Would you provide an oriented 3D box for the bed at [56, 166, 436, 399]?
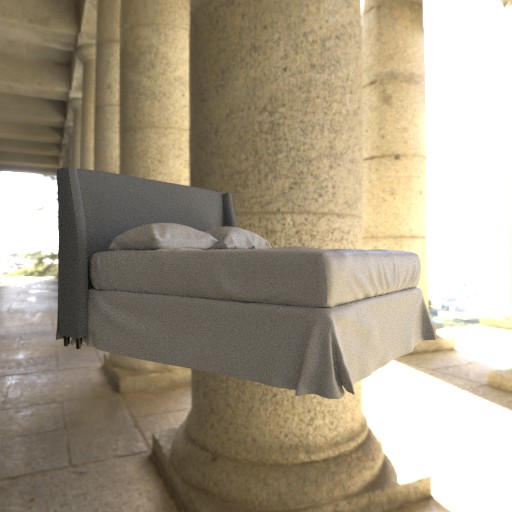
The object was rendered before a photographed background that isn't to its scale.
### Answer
[{"bbox_3d":[0.000,0.000,3.377,2.276,1.332,1.925,0,1,35],"label":"bed"}]
